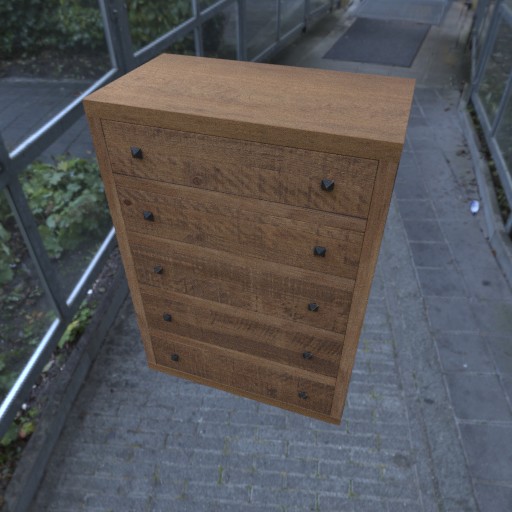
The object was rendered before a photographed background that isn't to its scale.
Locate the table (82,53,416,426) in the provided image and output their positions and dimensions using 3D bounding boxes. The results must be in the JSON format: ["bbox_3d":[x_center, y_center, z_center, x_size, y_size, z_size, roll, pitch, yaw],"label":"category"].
[{"bbox_3d":[0.000,0.000,1.746,0.901,1.294,0.524,12,41,14],"label":"table"}]
